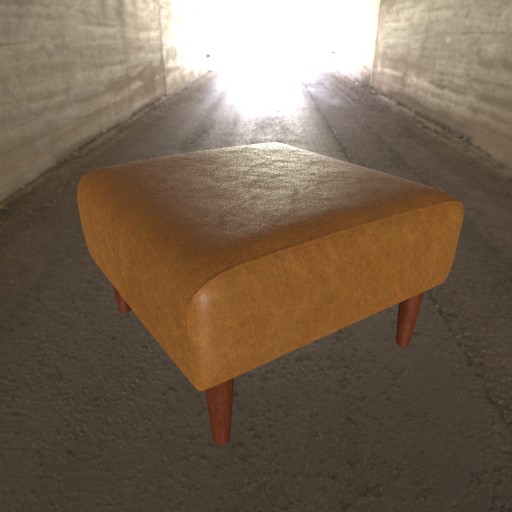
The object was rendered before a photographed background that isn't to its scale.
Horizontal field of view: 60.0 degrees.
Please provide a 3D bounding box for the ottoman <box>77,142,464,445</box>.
[{"bbox_3d":[0.000,0.000,1.051,0.650,0.399,0.650,-17,31,-30],"label":"ottoman"}]
